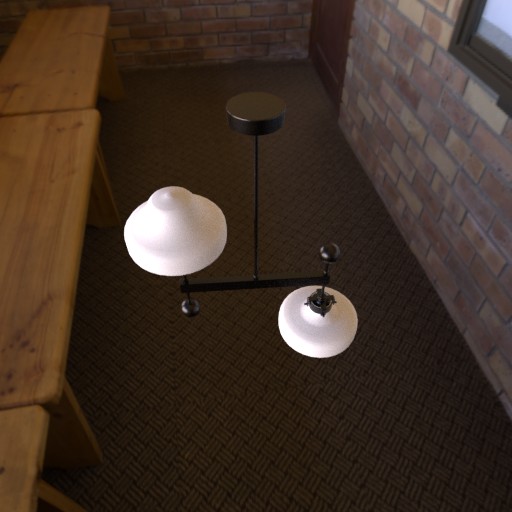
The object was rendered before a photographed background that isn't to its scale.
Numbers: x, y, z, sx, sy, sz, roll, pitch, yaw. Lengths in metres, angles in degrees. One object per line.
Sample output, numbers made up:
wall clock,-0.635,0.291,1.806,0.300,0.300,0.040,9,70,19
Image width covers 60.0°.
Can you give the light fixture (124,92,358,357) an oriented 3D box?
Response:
light fixture,0.000,0.000,1.026,0.489,0.743,0.422,-33,54,-28
